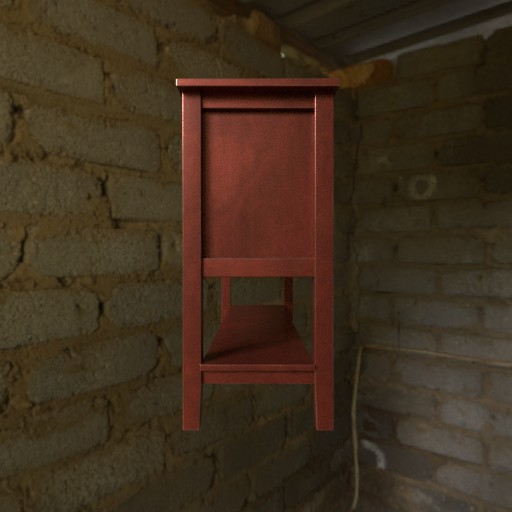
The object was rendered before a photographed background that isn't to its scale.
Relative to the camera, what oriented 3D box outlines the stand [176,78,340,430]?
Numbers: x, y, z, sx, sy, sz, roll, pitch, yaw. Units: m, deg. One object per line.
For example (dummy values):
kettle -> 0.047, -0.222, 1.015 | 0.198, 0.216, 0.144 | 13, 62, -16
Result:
stand -> 0.000, 0.000, 1.759 | 0.410, 0.872, 1.362 | 0, 0, 0
